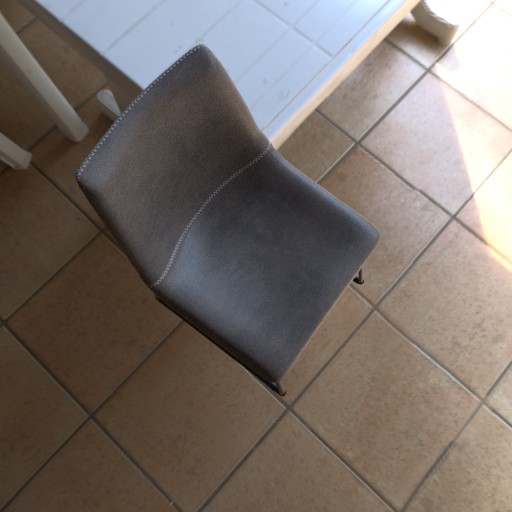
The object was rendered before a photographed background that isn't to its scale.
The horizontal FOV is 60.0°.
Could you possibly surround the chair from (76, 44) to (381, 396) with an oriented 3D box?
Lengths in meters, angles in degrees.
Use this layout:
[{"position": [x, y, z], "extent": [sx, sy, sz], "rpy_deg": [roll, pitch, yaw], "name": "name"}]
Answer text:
[{"position": [0.000, 0.000, 1.088], "extent": [0.550, 0.780, 0.460], "rpy_deg": [36, 78, 9], "name": "chair"}]
